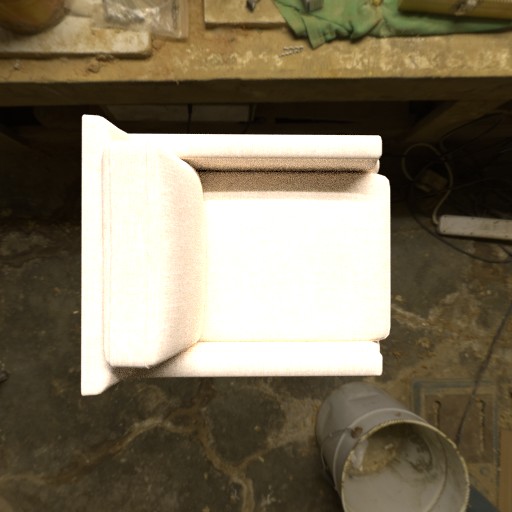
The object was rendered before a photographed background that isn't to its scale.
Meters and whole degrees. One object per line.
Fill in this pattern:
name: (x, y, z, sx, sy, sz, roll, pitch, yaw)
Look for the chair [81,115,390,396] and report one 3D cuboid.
chair: (0.000, 0.000, 1.714, 1.041, 0.940, 0.838, 0, 90, -1)
